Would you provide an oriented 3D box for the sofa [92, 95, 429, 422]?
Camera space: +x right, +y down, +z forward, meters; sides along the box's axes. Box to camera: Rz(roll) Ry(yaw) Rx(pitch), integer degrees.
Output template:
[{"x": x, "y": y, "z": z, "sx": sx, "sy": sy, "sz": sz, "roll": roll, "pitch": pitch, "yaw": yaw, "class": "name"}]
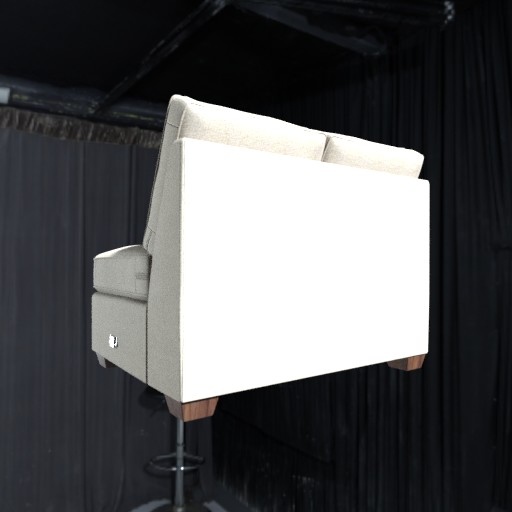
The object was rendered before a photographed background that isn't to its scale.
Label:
[{"x": 0.000, "y": 0.000, "z": 2.024, "sx": 1.232, "sy": 1.006, "sz": 0.978, "roll": 0, "pitch": -1, "yaw": -35, "class": "sofa"}]
